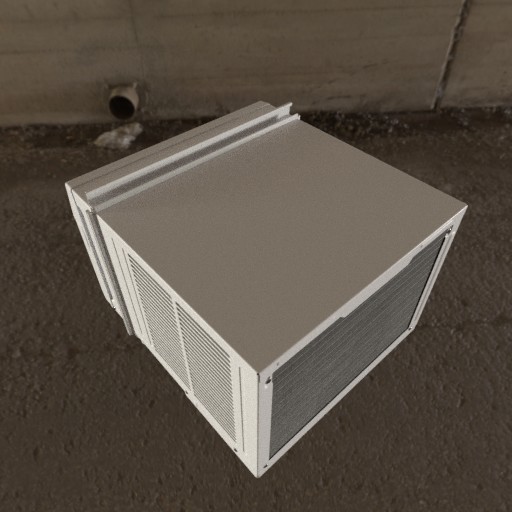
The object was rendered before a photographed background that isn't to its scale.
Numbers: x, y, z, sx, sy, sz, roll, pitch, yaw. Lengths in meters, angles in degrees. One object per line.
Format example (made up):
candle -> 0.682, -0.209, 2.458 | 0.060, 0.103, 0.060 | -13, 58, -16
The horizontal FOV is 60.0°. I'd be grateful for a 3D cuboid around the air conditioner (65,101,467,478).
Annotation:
air conditioner -> 0.000, 0.000, 0.897 | 0.503, 0.388, 0.546 | -33, 53, -28
